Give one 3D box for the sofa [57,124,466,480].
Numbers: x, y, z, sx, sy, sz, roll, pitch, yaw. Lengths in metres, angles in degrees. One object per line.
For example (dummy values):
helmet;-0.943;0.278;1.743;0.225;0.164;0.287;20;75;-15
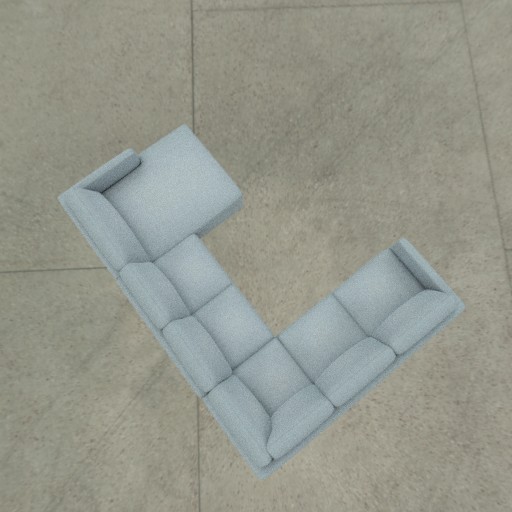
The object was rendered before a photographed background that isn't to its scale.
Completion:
sofa;0.000;0.000;4.608;2.551;0.889;3.403;-37;80;-8
